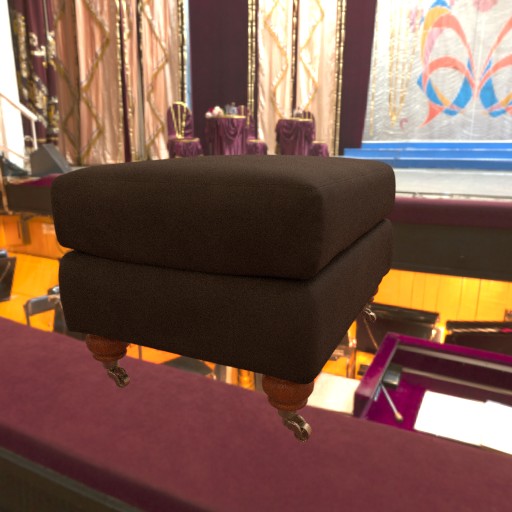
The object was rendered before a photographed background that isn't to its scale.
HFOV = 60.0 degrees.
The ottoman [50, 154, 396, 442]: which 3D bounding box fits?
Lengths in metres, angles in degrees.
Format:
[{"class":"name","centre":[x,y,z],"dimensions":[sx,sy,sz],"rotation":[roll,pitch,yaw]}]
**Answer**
[{"class":"ottoman","centre":[0.000,0.000,1.119],"dimensions":[0.574,0.497,0.773],"rotation":[7,15,25]}]
